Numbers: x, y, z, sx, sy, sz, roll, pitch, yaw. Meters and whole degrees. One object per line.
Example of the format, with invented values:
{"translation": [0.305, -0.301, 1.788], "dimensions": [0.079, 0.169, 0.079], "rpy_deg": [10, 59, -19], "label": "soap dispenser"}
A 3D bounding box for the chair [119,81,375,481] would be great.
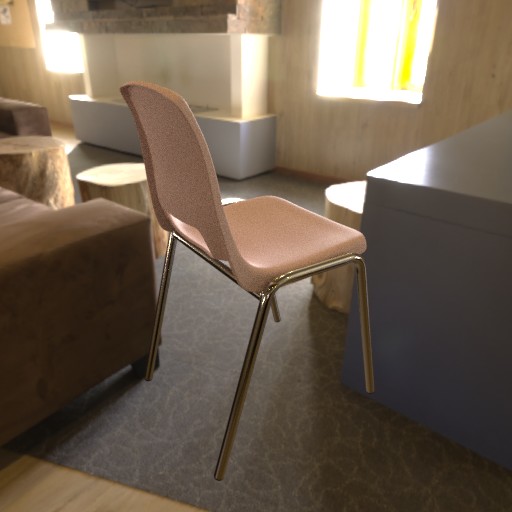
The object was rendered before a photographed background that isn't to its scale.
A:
{"translation": [0.000, 0.000, 0.931], "dimensions": [0.436, 0.704, 0.381], "rpy_deg": [-18, 32, -31], "label": "chair"}
